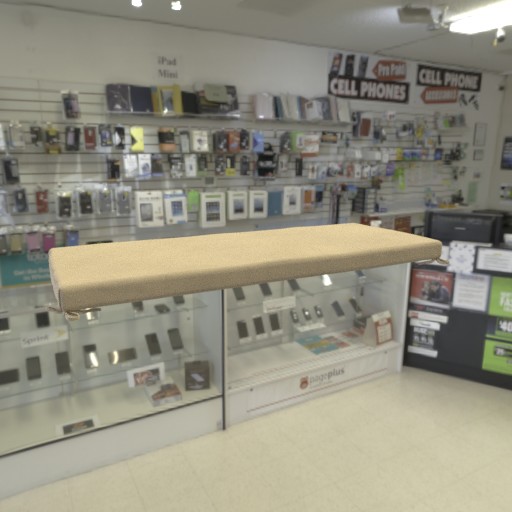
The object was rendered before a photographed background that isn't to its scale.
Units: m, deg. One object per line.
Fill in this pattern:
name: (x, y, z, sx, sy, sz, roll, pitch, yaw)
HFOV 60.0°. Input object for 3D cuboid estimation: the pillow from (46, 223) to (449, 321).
pillow: (0.000, 0.000, 1.362, 1.187, 0.081, 0.492, -6, 14, -26)
